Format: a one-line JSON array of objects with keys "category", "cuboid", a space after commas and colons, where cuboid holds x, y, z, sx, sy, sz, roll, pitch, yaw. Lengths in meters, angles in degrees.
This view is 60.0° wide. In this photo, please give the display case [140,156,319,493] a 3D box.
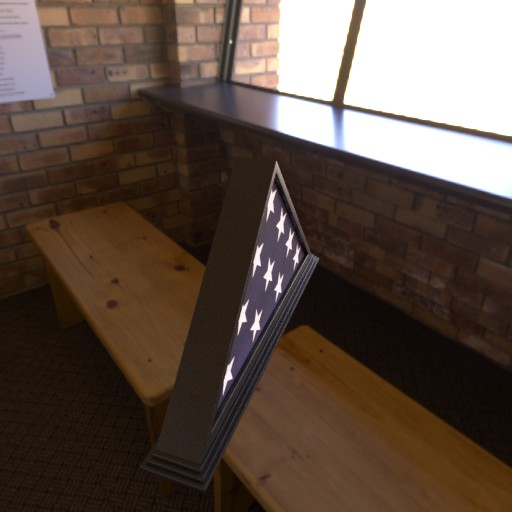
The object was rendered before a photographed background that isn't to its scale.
[{"category": "display case", "cuboid": [0.000, 0.000, 0.759, 0.095, 0.340, 0.640, 10, 31, 18]}]
